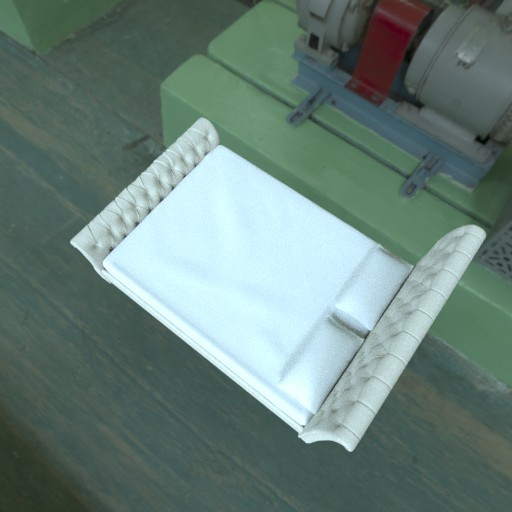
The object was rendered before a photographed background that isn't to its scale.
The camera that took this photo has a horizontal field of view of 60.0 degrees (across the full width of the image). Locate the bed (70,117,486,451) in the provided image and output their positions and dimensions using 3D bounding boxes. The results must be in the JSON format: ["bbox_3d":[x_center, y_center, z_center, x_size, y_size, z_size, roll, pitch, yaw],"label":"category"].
[{"bbox_3d":[0.000,0.000,3.418,2.493,1.268,1.606,35,70,15],"label":"bed"}]
